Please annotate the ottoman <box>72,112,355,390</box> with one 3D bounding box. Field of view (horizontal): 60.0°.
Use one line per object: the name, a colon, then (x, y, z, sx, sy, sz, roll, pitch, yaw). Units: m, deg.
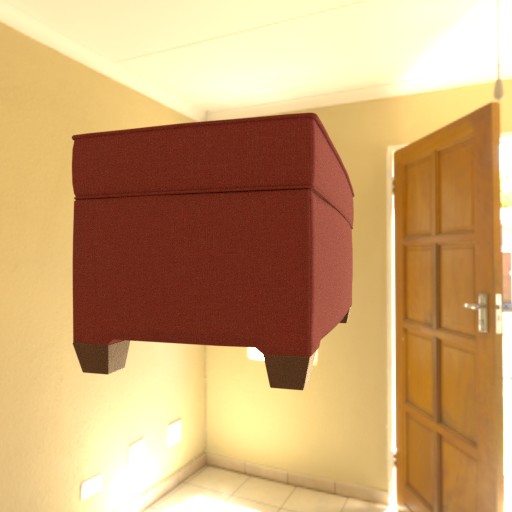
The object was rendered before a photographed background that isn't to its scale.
ottoman: (0.000, 0.000, 1.210, 0.497, 0.454, 0.948, 0, -1, 16)
